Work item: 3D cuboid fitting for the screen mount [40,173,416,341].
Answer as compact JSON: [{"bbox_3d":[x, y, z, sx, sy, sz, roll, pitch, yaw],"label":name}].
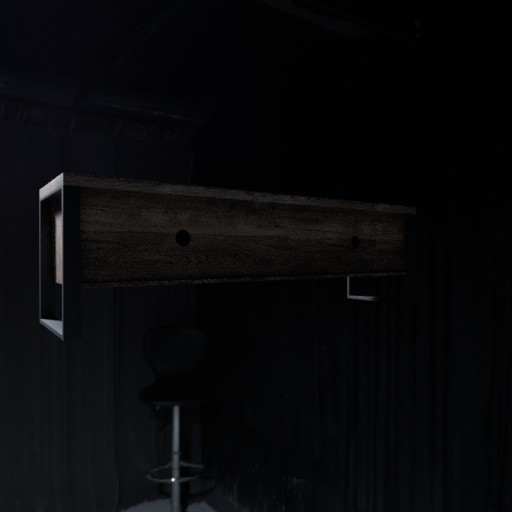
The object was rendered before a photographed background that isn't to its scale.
[{"bbox_3d":[0.000,0.000,1.781,1.524,0.450,0.395,0,0,-34],"label":"screen mount"}]
